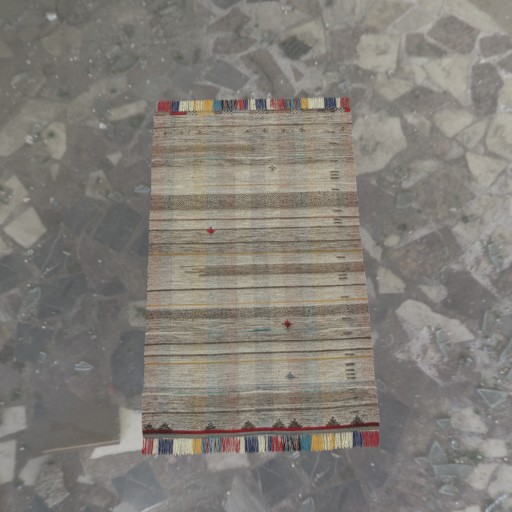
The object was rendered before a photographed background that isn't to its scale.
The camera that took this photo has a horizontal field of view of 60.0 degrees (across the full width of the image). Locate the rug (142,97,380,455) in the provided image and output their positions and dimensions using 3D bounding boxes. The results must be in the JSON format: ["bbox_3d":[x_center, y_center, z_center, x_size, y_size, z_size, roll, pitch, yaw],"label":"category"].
[{"bbox_3d":[0.000,0.000,2.988,1.465,0.012,2.465,-1,74,0],"label":"rug"}]
